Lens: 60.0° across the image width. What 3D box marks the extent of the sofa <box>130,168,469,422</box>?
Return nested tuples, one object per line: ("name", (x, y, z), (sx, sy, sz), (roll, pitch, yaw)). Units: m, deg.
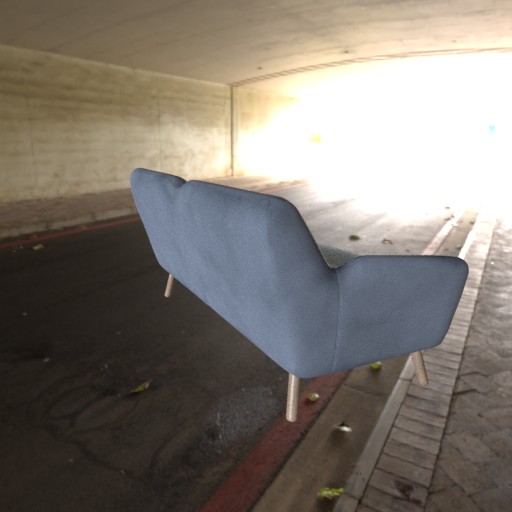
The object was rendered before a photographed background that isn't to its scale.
("sofa", (0.000, 0.000, 2.222), (0.850, 0.810, 1.870), (-8, 16, -27))
